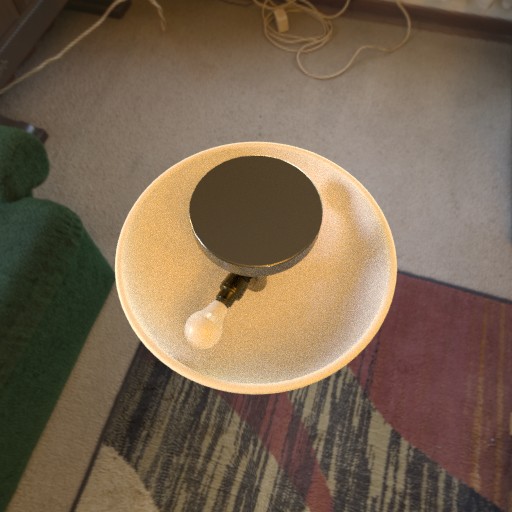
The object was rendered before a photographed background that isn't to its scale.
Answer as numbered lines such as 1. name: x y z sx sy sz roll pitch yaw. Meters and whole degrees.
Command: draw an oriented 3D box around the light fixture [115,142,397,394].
1. light fixture: 0.000 0.000 0.538 0.330 0.214 0.330 0 63 0
